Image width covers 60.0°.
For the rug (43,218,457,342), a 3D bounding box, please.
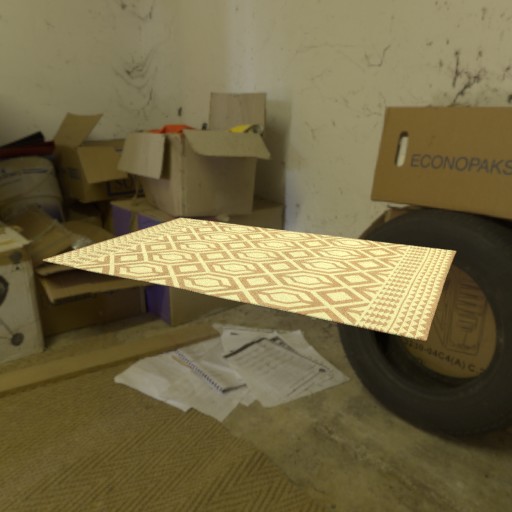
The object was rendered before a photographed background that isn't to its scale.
[{"bbox_3d":[0.000,0.000,3.061,2.435,0.011,1.526,9,19,26],"label":"rug"}]
